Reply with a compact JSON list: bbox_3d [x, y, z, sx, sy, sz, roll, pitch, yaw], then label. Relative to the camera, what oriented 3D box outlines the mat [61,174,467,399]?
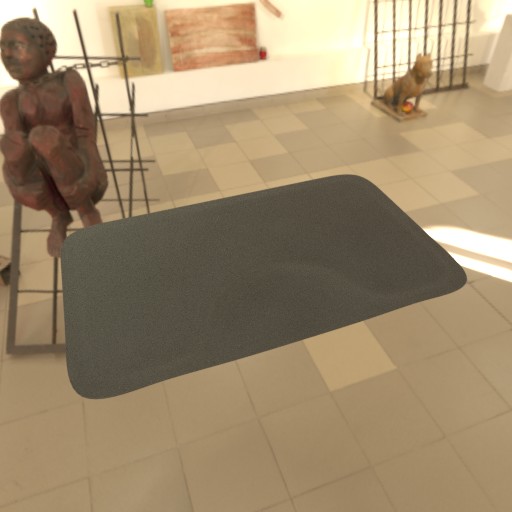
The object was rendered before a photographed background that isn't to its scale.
[{"bbox_3d":[0.000,0.000,1.837,1.524,0.013,0.918,-14,43,-15],"label":"mat"}]
